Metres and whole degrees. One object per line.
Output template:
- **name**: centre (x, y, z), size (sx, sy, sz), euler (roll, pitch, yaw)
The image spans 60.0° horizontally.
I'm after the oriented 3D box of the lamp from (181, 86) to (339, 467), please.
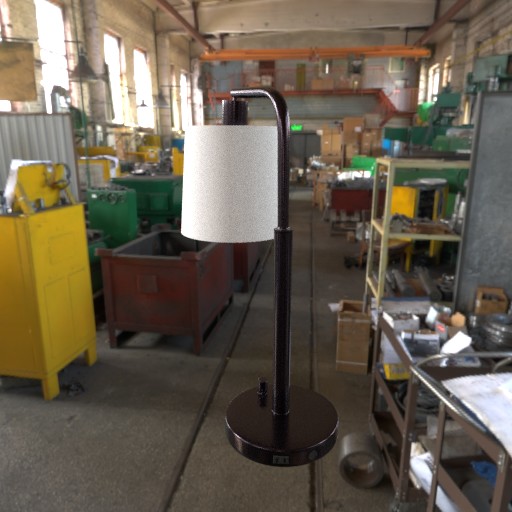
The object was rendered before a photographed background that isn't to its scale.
- **lamp**: centre (0.000, 0.000, 0.666), size (0.171, 0.489, 0.333), euler (-7, 16, -26)
